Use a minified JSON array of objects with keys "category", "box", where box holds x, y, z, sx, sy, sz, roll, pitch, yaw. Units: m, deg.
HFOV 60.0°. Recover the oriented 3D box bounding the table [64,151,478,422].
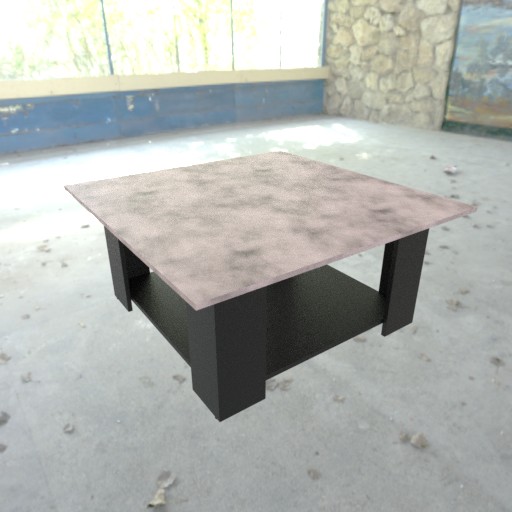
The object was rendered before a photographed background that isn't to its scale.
[{"category":"table","box":[0.000,0.000,1.070,0.670,0.305,0.670,-17,30,-31]}]
